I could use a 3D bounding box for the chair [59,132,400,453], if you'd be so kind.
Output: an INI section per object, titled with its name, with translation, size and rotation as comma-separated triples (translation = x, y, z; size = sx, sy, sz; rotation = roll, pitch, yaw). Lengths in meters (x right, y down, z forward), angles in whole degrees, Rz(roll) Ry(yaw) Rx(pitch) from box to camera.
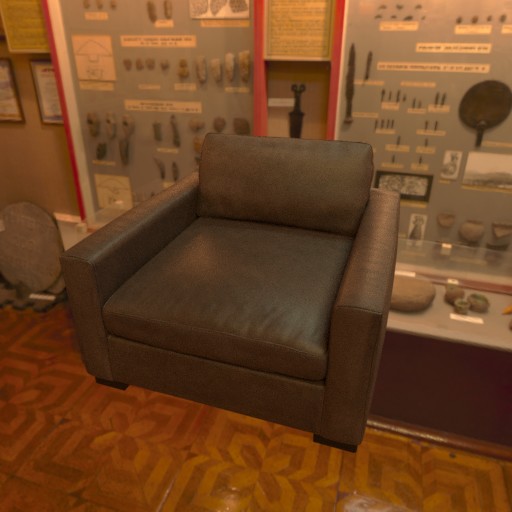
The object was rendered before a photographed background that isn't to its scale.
[chair]
translation = 0.000, 0.000, 1.823
size = 1.100, 0.812, 1.069
rotation = 9, 29, 17
